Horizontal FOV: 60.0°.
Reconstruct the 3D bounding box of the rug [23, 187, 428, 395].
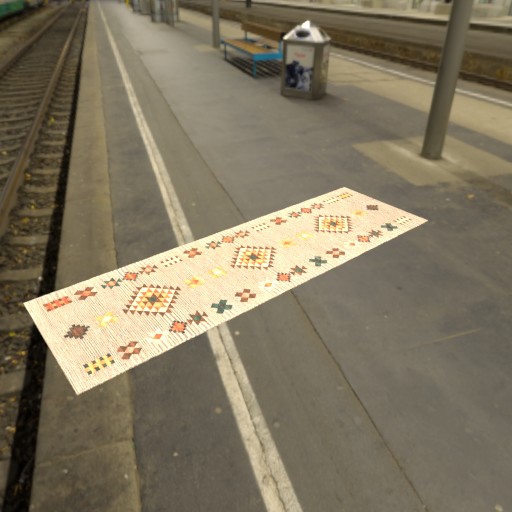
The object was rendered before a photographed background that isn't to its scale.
[{"bbox_3d":[0.000,0.000,2.656,2.432,0.008,0.766,-23,38,-32],"label":"rug"}]
